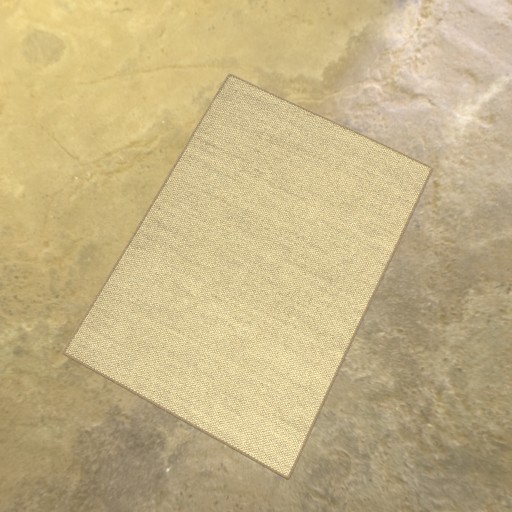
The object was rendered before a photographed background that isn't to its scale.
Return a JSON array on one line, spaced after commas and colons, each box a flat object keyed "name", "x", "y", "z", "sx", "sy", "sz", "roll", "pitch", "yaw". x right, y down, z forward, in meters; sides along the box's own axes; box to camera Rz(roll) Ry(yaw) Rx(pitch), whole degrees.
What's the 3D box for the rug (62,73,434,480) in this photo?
[{"name": "rug", "x": 0.000, "y": 0.000, "z": 2.755, "sx": 1.517, "sy": 0.013, "sz": 2.115, "roll": 27, "pitch": 79, "yaw": 6}]
